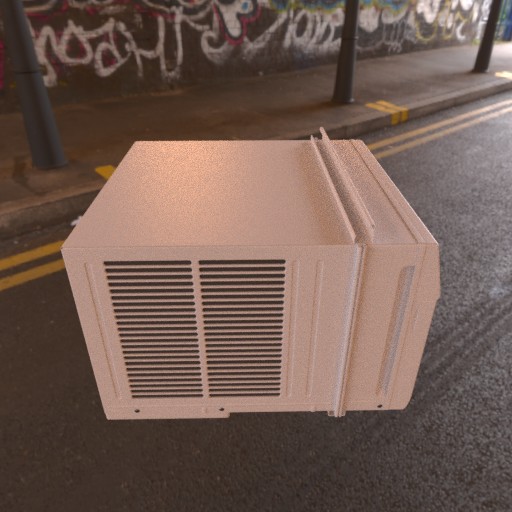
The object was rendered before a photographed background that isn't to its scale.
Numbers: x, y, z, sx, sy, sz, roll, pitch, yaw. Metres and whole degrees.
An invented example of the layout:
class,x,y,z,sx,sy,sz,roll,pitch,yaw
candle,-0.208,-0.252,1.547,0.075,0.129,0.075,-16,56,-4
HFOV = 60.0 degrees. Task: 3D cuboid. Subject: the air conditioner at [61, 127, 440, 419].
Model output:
class,x,y,z,sx,sy,sz,roll,pitch,yaw
air conditioner,0.000,0.000,0.898,0.546,0.388,0.503,-1,32,-1
